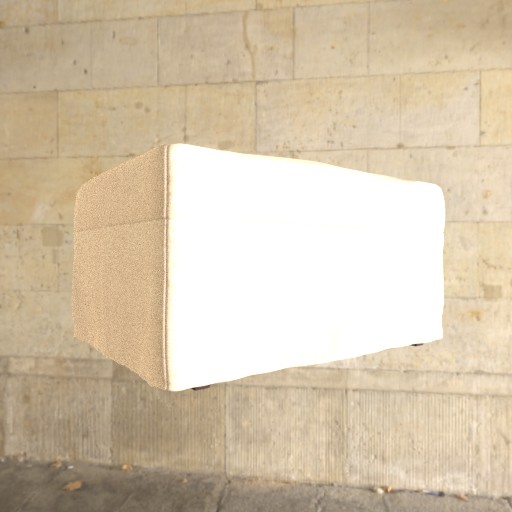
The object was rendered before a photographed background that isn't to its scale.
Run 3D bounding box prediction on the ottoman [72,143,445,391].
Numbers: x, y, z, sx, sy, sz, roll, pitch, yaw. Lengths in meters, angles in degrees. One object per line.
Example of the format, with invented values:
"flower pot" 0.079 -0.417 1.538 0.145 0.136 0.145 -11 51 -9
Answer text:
"ottoman" 0.000 0.000 1.228 0.833 0.485 0.650 0 1 -35
